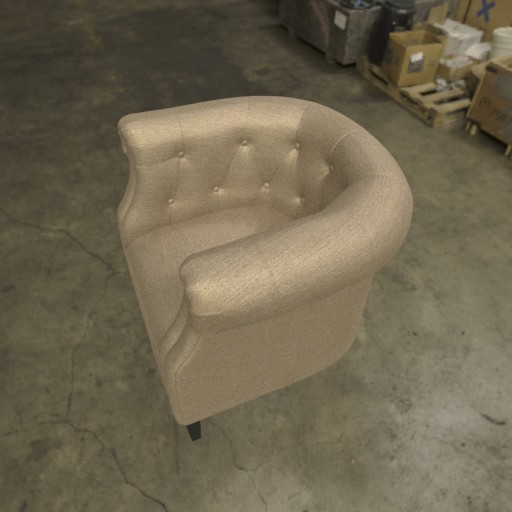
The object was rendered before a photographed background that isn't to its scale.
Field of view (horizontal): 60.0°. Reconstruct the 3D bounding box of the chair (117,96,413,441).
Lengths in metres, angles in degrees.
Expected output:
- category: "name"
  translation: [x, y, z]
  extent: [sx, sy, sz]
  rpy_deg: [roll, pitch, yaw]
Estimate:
- category: "chair"
  translation: [0.000, 0.000, 1.558]
  extent: [0.852, 0.827, 0.905]
  rpy_deg: [-17, 48, -16]
